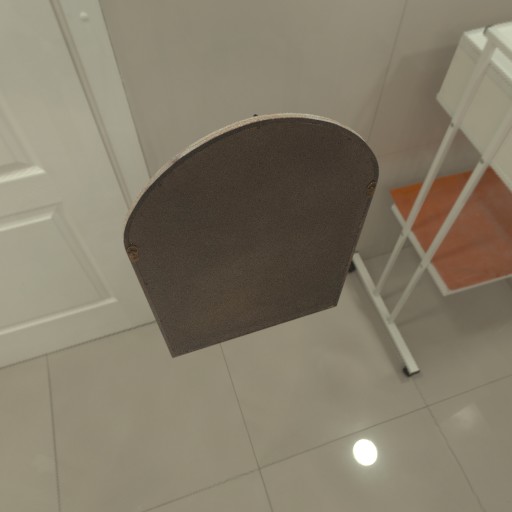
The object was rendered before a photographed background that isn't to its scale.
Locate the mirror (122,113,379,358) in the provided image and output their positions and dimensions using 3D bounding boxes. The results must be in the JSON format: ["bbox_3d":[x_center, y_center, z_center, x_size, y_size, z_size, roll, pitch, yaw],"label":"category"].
[{"bbox_3d":[0.000,0.000,1.183,0.609,0.915,0.032,-16,58,-10],"label":"mirror"}]
